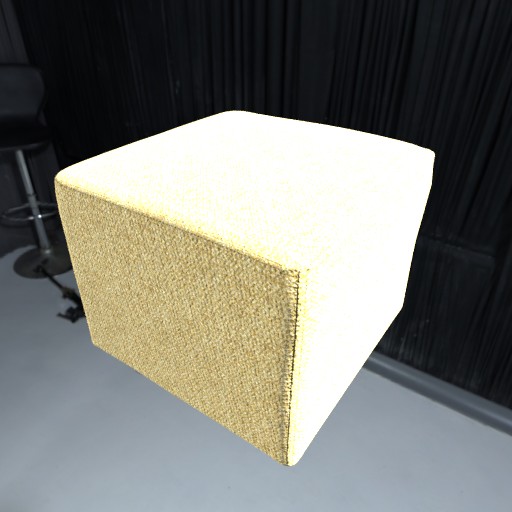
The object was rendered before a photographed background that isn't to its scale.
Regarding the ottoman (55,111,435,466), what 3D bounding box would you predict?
[{"bbox_3d":[0.000,0.000,0.890,0.505,0.441,0.512,21,38,29],"label":"ottoman"}]
